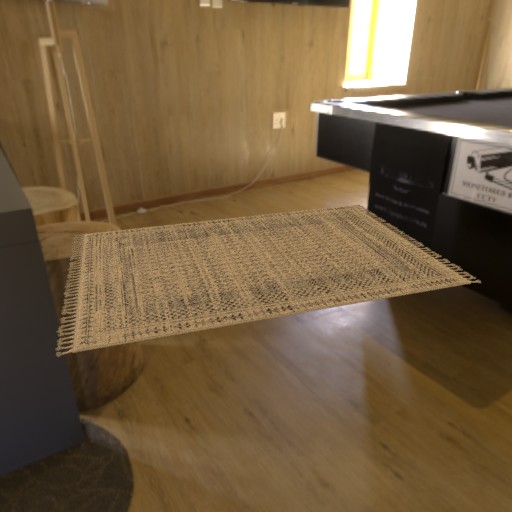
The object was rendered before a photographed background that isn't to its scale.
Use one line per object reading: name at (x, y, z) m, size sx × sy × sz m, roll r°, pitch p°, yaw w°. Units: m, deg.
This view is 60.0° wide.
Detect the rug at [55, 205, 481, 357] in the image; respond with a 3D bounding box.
rug at (0.000, 0.000, 3.083) m, size 2.486 × 0.013 × 1.548 m, roll -8°, pitch 27°, yaw -15°
